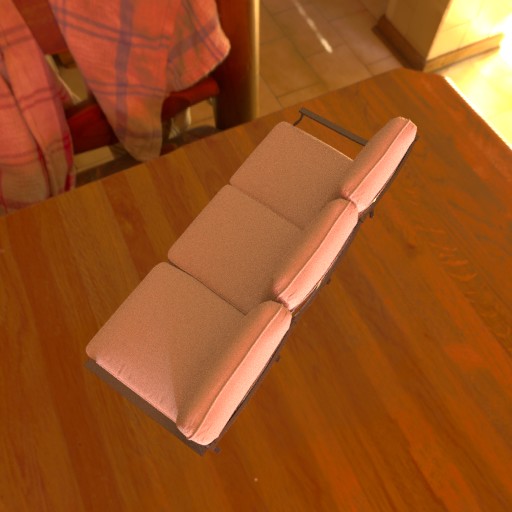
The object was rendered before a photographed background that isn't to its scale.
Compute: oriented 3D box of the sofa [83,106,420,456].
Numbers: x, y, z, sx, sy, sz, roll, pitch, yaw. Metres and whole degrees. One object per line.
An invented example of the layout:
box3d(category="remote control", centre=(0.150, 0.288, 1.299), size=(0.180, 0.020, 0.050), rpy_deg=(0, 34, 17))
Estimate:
box3d(category="sofa", centre=(0.000, 0.000, 2.194), size=(0.787, 0.860, 1.740), rpy_deg=(31, 67, 15))
